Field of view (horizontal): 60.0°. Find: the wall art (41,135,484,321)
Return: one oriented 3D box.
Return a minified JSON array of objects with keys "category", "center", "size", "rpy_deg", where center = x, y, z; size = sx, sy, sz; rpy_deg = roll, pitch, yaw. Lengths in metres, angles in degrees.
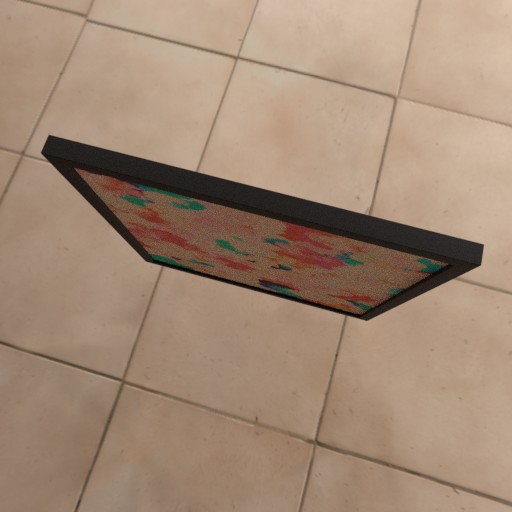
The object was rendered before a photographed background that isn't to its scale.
[{"category":"wall art","center":[0.000,0.000,0.446],"size":[0.306,0.304,0.015],"rpy_deg":[15,75,4]}]
